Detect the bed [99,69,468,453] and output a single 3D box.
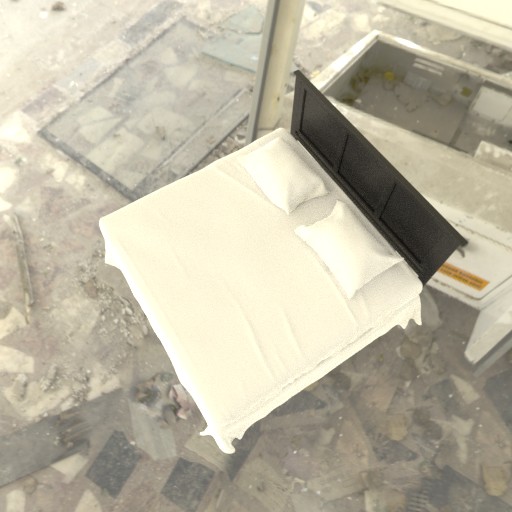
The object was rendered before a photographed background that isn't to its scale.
[{"bbox_3d":[0.000,0.000,3.687,2.219,1.271,2.315,-30,67,-14],"label":"bed"}]
